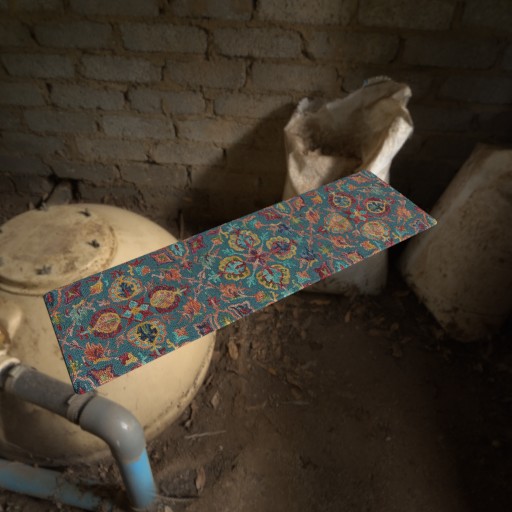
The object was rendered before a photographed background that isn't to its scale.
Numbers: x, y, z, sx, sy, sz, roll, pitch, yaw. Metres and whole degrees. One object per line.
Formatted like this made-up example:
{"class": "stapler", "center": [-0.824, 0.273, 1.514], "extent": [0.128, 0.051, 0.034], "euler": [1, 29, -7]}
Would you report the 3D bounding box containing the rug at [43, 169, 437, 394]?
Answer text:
{"class": "rug", "center": [0.000, 0.000, 2.600], "extent": [2.286, 0.013, 0.686], "euler": [-23, 50, -21]}
